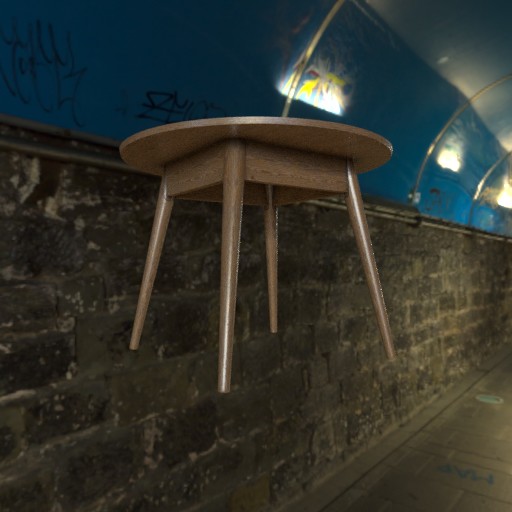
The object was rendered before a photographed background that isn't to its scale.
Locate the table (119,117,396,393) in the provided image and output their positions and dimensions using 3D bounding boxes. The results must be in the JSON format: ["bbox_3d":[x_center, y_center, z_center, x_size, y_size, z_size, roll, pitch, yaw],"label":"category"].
[{"bbox_3d":[0.000,0.000,1.784,1.053,0.786,1.053,0,0,0],"label":"table"}]
